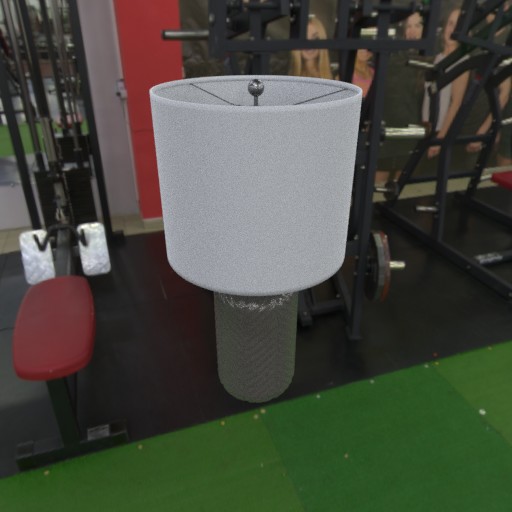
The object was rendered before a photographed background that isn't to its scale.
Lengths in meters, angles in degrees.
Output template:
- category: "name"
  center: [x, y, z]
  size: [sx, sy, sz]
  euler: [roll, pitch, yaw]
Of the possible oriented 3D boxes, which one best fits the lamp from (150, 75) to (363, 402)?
- category: "lamp"
  center: [0.000, 0.000, 0.521]
  size: [0.203, 0.389, 0.203]
  euler: [-8, 30, -15]
